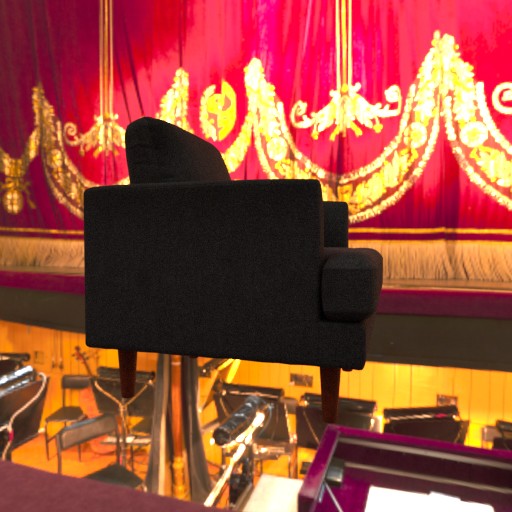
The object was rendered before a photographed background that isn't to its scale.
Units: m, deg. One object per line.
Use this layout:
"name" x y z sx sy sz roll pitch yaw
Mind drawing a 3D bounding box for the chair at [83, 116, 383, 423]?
"chair" 0.000 0.000 1.655 0.899 0.957 0.858 1 2 17
